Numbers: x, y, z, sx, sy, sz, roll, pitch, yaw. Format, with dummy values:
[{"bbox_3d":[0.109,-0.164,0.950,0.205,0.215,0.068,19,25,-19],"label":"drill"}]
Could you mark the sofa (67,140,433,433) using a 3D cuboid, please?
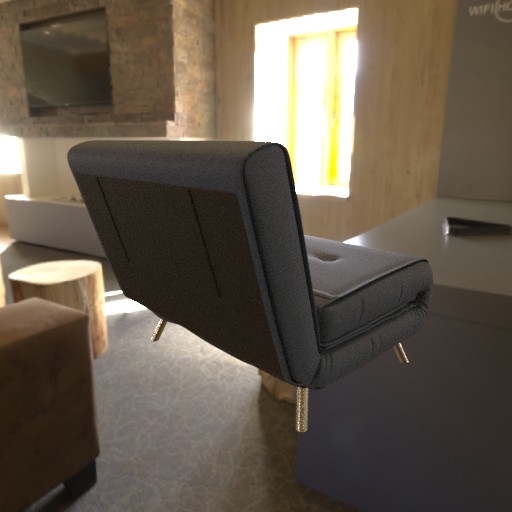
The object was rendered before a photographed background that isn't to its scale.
[{"bbox_3d":[0.000,0.000,1.701,0.996,0.860,0.999,-14,20,-42],"label":"sofa"}]
